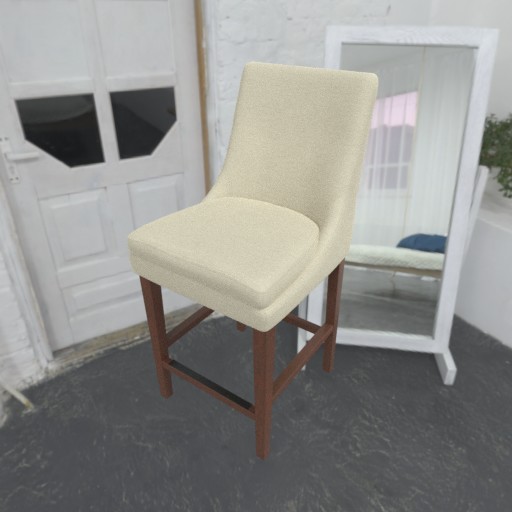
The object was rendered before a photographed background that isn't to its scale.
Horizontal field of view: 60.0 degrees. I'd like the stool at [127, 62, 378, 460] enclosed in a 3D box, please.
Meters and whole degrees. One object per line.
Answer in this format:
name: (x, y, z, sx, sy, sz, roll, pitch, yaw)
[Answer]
stool: (0.000, 0.000, 1.307, 0.470, 0.981, 0.577, 20, 36, 30)
